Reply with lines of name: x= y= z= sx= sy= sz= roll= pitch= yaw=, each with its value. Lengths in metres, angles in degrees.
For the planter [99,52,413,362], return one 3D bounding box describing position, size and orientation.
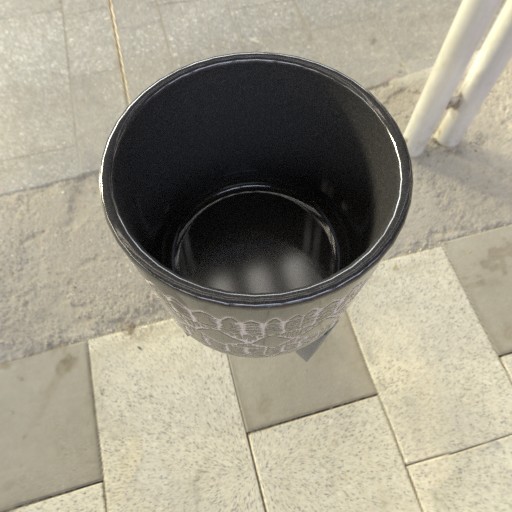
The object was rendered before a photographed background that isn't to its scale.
planter: x=0.000 y=0.000 z=0.513 sx=0.251 sy=0.355 sz=0.251 roll=-16 pitch=65 yaw=-8
